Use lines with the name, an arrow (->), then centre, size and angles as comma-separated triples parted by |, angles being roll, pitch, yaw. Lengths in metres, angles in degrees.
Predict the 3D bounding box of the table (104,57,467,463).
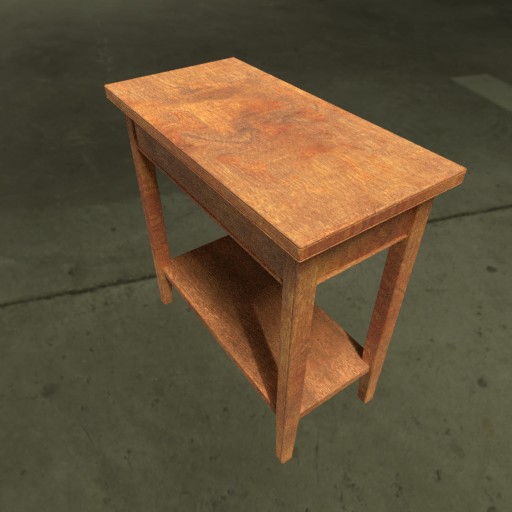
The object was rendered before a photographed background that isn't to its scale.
table -> 0.000, 0.000, 0.949 | 0.305, 0.610, 0.610 | -25, 47, -26
